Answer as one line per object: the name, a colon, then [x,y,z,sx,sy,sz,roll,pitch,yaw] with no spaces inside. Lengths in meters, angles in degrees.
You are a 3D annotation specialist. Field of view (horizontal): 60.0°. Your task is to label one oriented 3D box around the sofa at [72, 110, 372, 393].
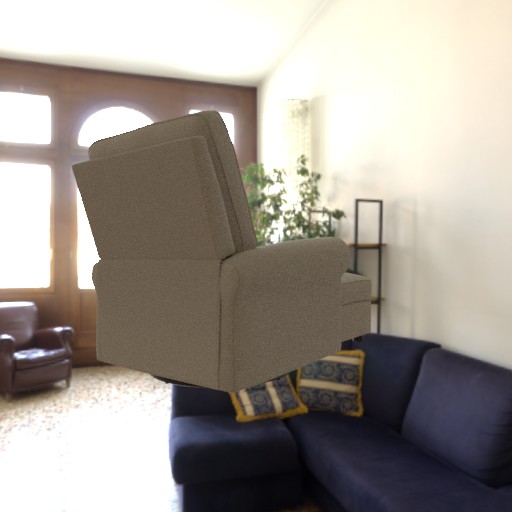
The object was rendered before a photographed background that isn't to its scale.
sofa: [0.000,0.000,2.093,0.880,0.959,1.478,0,0,37]
